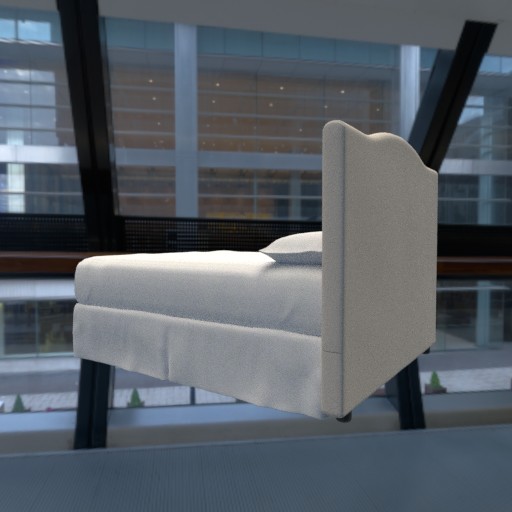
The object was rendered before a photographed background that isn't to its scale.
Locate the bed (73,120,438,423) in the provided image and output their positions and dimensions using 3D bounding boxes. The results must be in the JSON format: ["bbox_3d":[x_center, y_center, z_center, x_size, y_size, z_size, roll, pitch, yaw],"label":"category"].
[{"bbox_3d":[0.000,0.000,3.237,2.143,1.460,1.753,1,3,35],"label":"bed"}]
